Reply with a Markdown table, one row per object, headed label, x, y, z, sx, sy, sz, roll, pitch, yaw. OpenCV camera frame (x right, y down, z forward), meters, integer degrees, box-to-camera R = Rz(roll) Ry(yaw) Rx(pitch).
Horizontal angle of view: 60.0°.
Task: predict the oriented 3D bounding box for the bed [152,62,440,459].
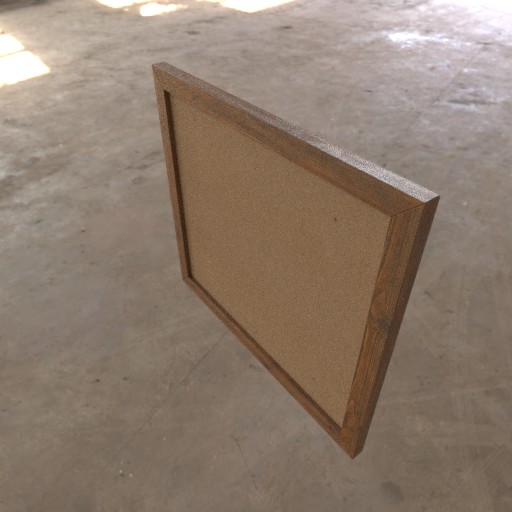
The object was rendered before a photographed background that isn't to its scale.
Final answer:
| label | x | y | z | sx | sy | sz | roll | pitch | yaw |
| --- | --- | --- | --- | --- | --- | --- | --- | --- | --- |
| bed | 0.000 | 0.000 | 1.415 | 0.046 | 0.942 | 1.046 | -26 | 46 | -28 |
